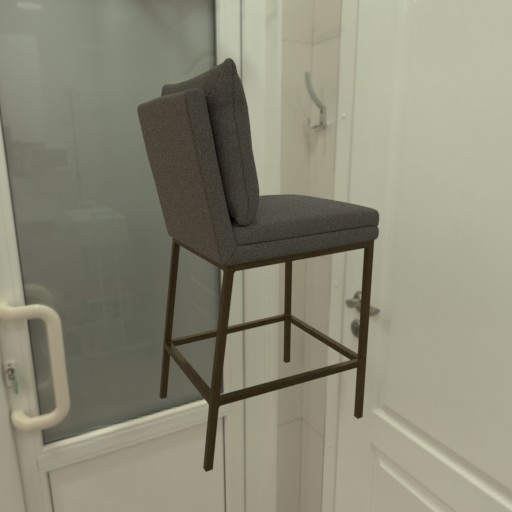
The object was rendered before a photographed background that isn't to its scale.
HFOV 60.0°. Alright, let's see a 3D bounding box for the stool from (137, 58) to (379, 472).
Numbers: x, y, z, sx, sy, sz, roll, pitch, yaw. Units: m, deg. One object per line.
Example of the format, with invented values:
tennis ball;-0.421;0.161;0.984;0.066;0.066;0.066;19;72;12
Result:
stool;0.000;0.000;1.357;0.569;1.030;0.463;-8;16;-28
